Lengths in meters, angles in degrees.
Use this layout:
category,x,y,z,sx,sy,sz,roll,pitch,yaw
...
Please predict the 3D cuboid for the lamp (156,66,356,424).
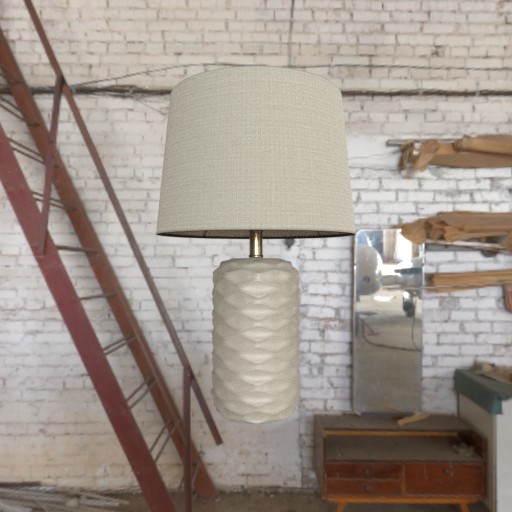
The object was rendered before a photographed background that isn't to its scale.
category,x,y,z,sx,sy,sz,roll,pitch,yaw
lamp,0.000,0.000,0.853,0.376,0.594,0.376,0,0,0
